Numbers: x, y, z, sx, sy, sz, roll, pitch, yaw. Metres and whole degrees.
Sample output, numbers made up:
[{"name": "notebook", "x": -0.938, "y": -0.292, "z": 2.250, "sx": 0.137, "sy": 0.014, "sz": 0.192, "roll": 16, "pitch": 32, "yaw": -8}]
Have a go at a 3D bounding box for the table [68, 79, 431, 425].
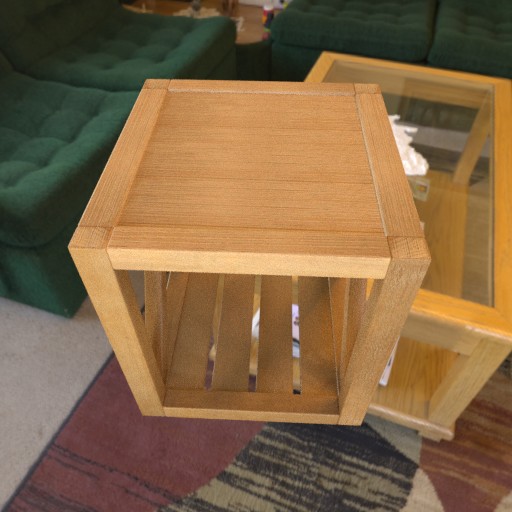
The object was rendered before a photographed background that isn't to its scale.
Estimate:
[{"name": "table", "x": 0.000, "y": 0.000, "z": 1.073, "sx": 0.558, "sy": 0.610, "sz": 0.559, "roll": 2, "pitch": 47, "yaw": 2}]
